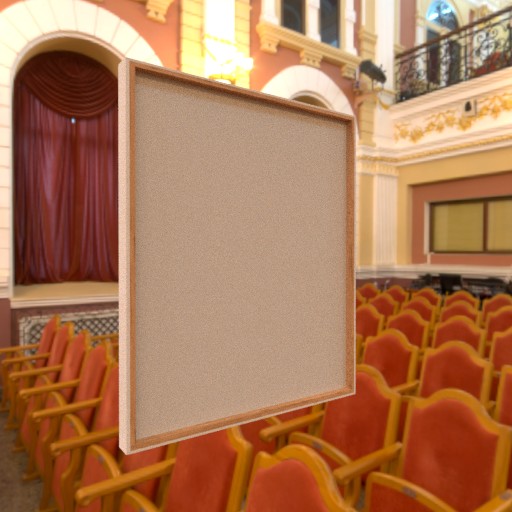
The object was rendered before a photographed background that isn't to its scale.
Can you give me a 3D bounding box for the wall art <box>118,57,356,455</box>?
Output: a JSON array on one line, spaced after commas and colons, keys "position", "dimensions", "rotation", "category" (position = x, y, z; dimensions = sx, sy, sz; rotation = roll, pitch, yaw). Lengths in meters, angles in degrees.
[{"position": [0.000, 0.000, 0.834], "dimensions": [0.508, 0.606, 0.037], "rotation": [0, 1, -35], "category": "wall art"}]
